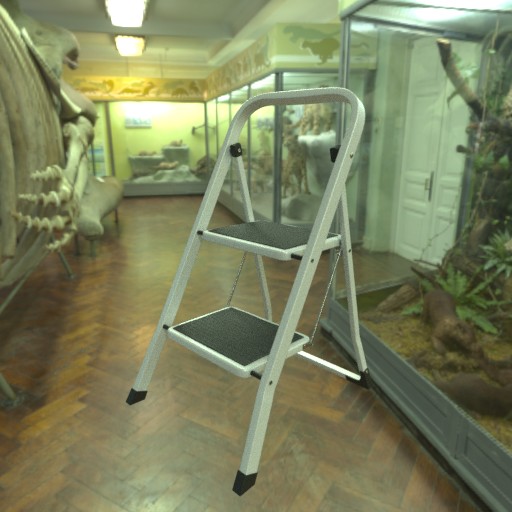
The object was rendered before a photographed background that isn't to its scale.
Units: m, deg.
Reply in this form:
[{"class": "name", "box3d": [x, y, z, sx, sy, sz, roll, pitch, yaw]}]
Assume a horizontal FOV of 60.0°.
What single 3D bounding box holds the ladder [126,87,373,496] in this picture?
[{"class": "ladder", "box3d": [0.000, 0.000, 1.125, 0.544, 0.810, 0.460, -15, 21, -43]}]
